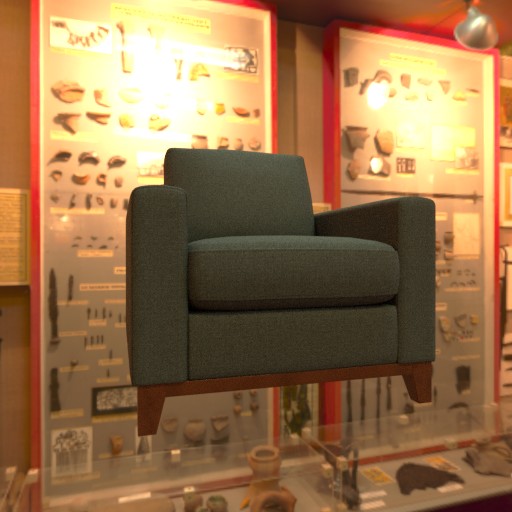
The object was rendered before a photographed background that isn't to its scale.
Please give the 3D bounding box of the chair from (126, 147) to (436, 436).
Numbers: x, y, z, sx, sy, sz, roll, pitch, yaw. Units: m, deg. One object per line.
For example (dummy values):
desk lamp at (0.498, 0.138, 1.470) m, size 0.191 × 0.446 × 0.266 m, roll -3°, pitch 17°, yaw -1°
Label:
chair at (0.000, 0.000, 1.836) m, size 1.024 × 1.010 × 1.038 m, roll 0°, pitch 0°, yaw -17°
